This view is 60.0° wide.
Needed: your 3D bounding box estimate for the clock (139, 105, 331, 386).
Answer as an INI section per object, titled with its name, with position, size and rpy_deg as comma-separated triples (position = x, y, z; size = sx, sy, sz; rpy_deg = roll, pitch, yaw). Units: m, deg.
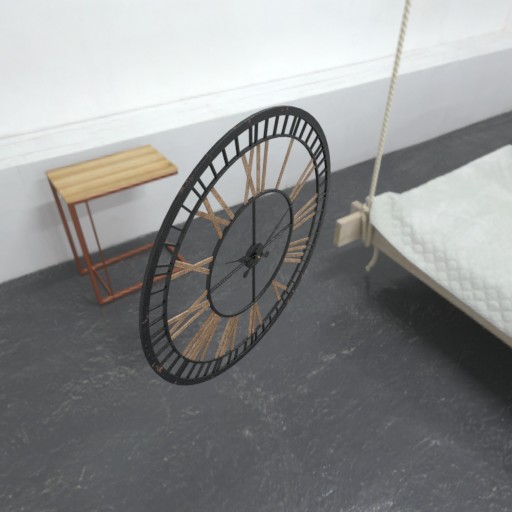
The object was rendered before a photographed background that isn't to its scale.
[clock]
position = 0.000, 0.000, 1.283
size = 0.025, 0.843, 0.843
rpy_deg = 27, 48, 27
